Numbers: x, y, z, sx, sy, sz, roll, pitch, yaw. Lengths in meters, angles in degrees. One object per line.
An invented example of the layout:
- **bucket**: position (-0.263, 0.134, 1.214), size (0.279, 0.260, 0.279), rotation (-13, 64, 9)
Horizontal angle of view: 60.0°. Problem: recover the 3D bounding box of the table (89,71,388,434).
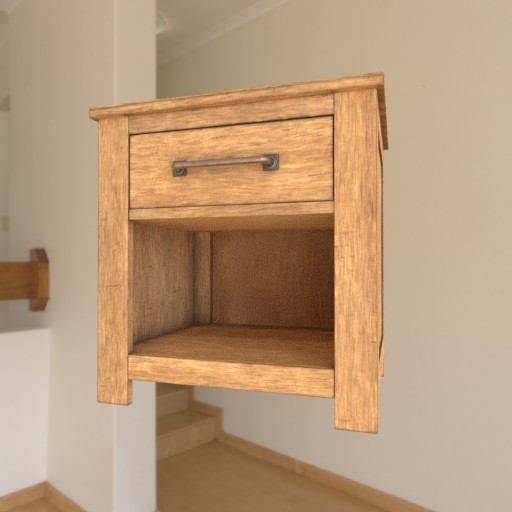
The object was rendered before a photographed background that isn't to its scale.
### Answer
- **table**: position (0.000, 0.000, 1.058), size (0.601, 0.625, 0.494), rotation (0, -1, 17)
